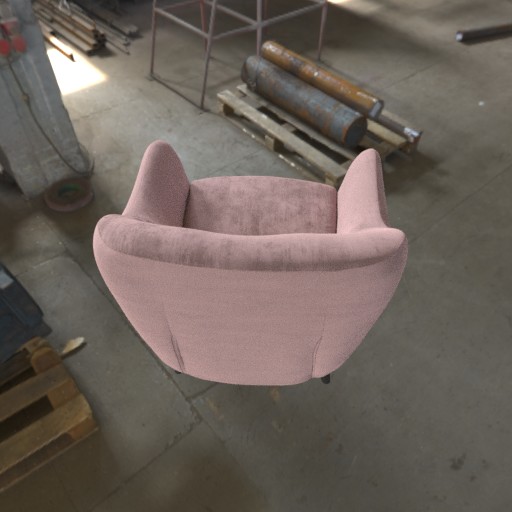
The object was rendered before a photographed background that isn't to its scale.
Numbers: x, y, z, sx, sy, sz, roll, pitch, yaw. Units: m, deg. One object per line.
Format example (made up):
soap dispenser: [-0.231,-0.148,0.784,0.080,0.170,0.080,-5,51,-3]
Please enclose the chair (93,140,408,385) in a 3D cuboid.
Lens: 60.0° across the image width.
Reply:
chair: [0.000,0.000,1.504,0.840,0.820,0.820,3,47,3]
